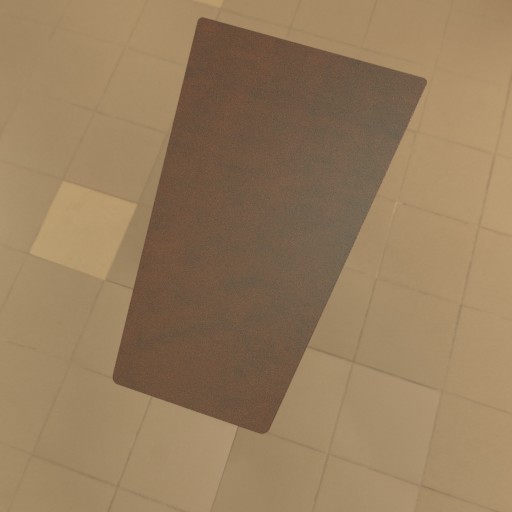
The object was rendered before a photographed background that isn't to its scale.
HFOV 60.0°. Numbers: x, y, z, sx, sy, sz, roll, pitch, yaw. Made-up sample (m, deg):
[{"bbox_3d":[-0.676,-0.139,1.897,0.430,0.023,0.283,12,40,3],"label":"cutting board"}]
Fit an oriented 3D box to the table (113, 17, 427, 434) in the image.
[{"bbox_3d":[0.000,0.000,0.958,0.399,0.589,0.605,17,77,4],"label":"table"}]
